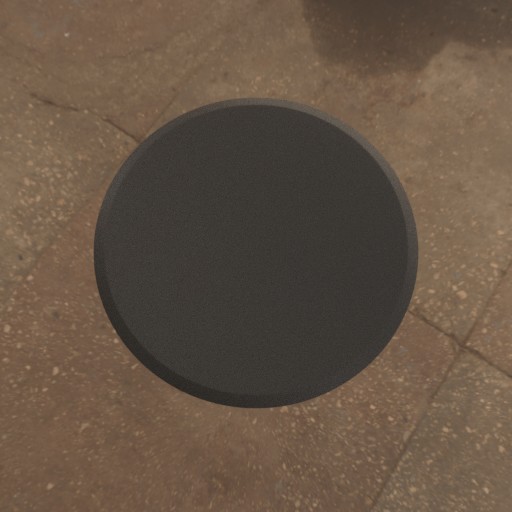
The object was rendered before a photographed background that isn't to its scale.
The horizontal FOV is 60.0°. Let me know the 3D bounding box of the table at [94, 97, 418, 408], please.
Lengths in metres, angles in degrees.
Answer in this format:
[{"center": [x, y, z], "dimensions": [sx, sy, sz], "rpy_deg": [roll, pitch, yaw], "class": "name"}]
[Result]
[{"center": [0.000, 0.000, 1.416], "dimensions": [0.900, 0.400, 0.900], "rpy_deg": [0, 74, 0], "class": "table"}]
